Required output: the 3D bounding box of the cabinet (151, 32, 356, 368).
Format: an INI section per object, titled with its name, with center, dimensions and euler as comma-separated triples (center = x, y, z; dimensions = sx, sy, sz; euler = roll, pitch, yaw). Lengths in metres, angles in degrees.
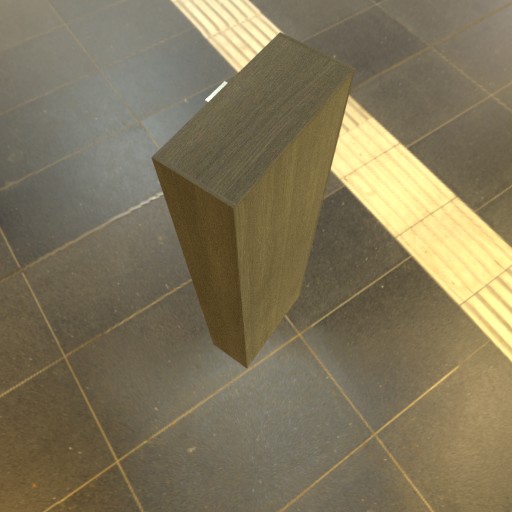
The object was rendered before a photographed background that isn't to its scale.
[cabinet]
center = 0.000, 0.000, 1.806
dimensions = 0.255, 1.630, 0.520
euler = 33, 68, 15
